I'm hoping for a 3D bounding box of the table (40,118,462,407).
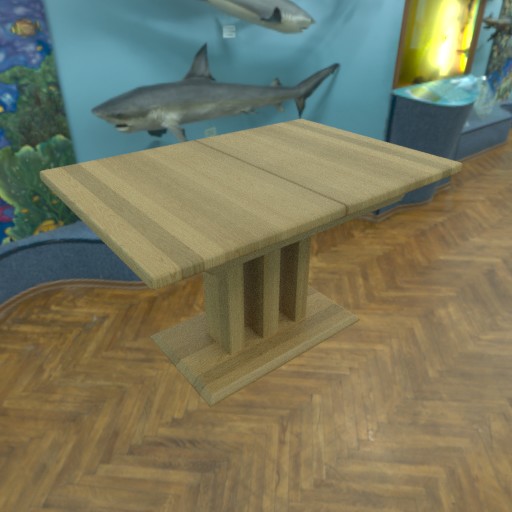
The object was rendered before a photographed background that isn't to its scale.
[{"bbox_3d":[0.000,0.000,1.839,1.300,0.770,0.900,-22,37,-32],"label":"table"}]
